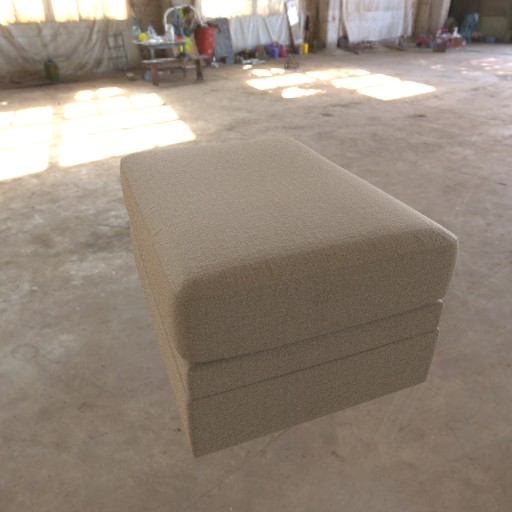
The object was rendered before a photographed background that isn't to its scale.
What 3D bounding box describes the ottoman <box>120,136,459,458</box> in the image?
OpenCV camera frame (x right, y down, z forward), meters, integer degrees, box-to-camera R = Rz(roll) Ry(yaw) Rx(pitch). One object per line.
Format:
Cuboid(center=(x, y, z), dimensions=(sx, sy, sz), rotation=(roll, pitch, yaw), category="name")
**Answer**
Cuboid(center=(0.000, 0.000, 1.265), dimensions=(0.637, 0.478, 0.885), rotation=(-11, 32, -18), category="ottoman")
